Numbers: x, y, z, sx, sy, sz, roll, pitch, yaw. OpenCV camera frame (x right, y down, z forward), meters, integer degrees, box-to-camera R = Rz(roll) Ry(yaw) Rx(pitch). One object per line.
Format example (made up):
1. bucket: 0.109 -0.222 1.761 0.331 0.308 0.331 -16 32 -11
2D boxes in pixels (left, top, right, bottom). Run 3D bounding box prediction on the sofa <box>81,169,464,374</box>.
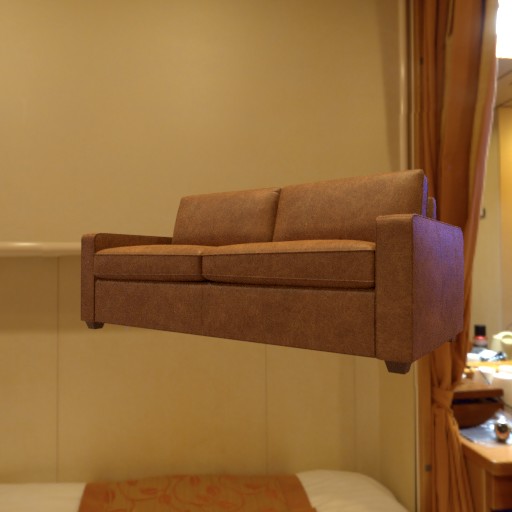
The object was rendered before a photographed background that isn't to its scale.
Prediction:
1. sofa: 0.000 0.000 2.638 2.156 0.928 0.991 -1 -1 35
